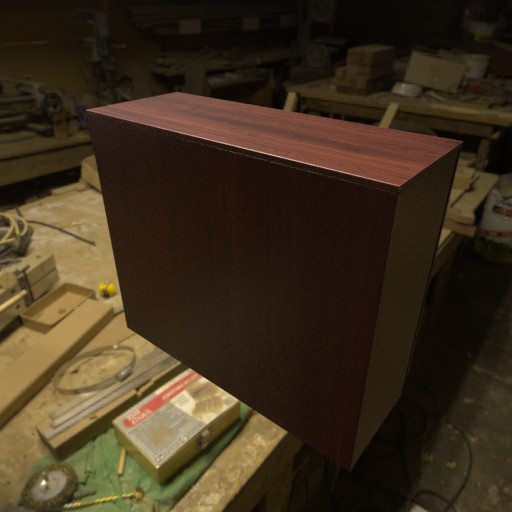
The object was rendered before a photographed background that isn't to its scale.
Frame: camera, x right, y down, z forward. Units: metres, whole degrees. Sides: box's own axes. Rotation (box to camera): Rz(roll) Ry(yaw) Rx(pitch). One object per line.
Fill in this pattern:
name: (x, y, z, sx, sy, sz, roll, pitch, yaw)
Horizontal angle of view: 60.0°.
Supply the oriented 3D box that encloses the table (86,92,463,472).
table: (0.000, 0.000, 1.328, 0.930, 0.790, 0.380, 22, 37, 33)
